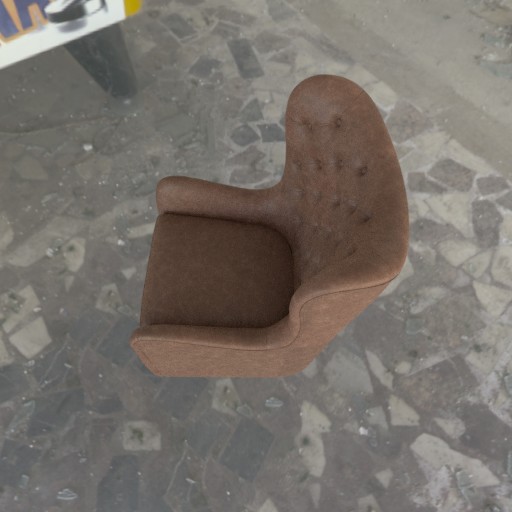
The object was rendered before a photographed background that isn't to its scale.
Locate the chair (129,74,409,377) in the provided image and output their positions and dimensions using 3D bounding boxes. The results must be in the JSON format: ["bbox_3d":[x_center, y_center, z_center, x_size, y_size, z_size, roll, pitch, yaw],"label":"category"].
[{"bbox_3d":[0.000,0.000,1.756,0.930,1.079,0.831,1,59,1],"label":"chair"}]
